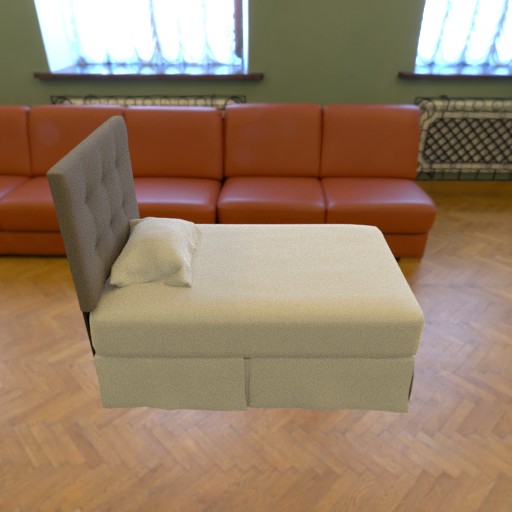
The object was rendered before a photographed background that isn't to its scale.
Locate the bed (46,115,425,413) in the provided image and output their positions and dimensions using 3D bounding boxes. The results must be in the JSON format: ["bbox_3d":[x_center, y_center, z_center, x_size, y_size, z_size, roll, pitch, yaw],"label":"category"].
[{"bbox_3d":[0.000,0.000,2.940,1.997,1.571,1.261,0,31,0],"label":"bed"}]
